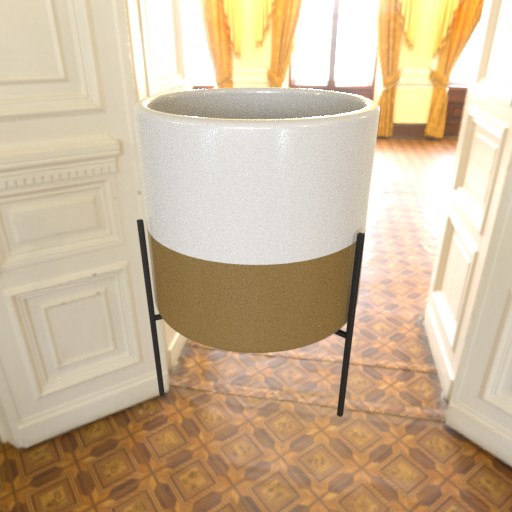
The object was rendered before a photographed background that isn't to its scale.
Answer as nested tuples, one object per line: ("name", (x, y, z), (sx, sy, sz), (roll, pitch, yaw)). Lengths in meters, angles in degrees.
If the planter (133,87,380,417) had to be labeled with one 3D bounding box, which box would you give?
("planter", (0.000, 0.000, 0.646), (0.310, 0.432, 0.310), (-18, 32, -32))
